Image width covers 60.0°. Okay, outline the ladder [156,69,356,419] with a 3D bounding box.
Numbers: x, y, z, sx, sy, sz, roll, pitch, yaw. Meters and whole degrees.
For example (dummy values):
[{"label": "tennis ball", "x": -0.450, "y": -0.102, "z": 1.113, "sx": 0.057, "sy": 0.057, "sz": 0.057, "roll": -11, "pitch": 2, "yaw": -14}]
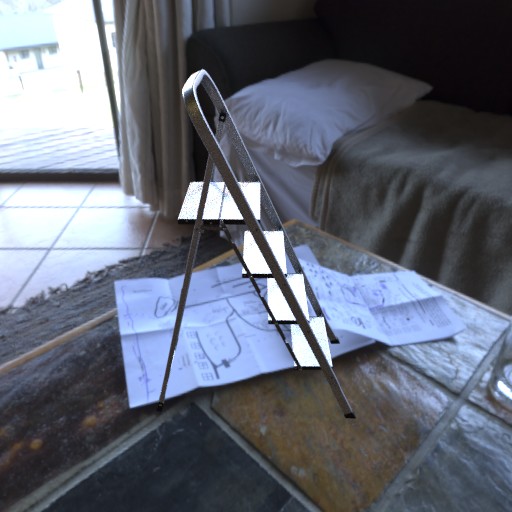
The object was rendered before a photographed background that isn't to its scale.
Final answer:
[{"label": "ladder", "x": 0.000, "y": 0.000, "z": 1.682, "sx": 0.830, "sy": 1.290, "sz": 0.465, "roll": 0, "pitch": 32, "yaw": 0}]
